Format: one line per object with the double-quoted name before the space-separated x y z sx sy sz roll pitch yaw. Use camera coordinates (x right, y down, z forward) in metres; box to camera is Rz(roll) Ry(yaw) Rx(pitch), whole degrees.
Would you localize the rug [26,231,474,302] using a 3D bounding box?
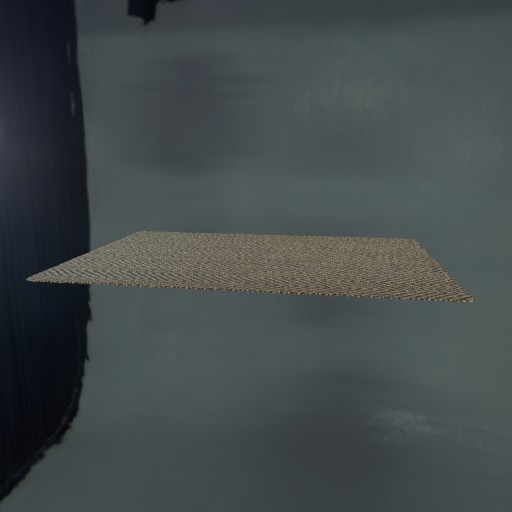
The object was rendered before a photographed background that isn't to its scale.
"rug" 0.000 0.000 2.345 1.828 0.008 1.219 2 13 9
